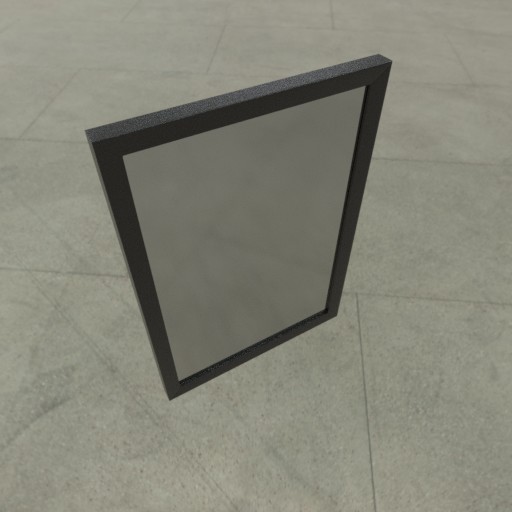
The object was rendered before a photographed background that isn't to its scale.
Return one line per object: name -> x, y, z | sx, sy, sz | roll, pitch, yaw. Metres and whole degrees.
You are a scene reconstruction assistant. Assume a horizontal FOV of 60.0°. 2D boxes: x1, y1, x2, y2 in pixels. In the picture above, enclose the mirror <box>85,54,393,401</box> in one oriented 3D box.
mirror -> 0.000, 0.000, 0.919 | 0.507, 0.710, 0.040 | -23, 50, -21
